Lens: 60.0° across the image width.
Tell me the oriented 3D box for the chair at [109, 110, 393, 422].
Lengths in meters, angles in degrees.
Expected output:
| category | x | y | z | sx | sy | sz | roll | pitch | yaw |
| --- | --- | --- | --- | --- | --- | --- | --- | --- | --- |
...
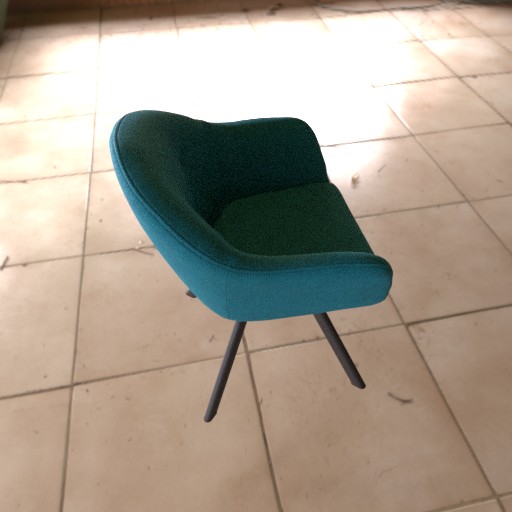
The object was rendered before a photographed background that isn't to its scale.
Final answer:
| category | x | y | z | sx | sy | sz | roll | pitch | yaw |
| --- | --- | --- | --- | --- | --- | --- | --- | --- | --- |
| chair | 0.000 | 0.000 | 1.145 | 0.565 | 0.775 | 0.545 | -9 | 47 | -9 |
